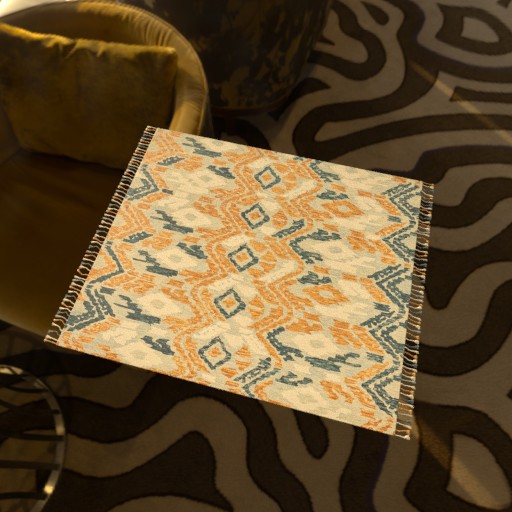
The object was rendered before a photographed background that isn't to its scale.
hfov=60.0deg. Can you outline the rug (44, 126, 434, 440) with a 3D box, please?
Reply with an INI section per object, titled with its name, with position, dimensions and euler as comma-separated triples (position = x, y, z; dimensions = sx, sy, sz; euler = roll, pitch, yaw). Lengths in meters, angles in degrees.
[rug]
position = 0.000, 0.000, 4.056
dimensions = 3.048, 0.010, 2.439
euler = 13, 64, 6
